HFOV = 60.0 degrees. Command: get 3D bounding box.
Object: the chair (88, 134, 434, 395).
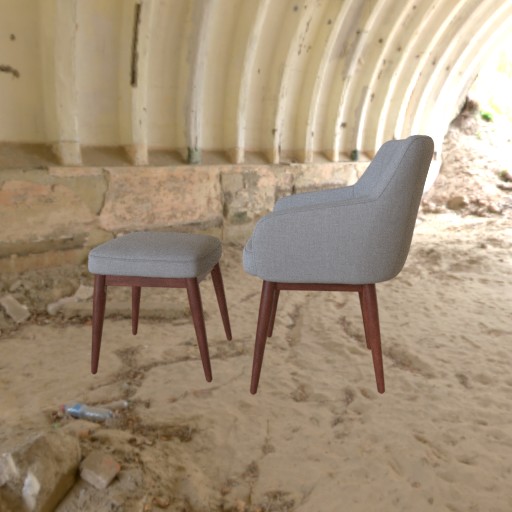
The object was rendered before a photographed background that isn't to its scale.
[{"bbox_3d":[0.000,0.000,1.551,1.107,0.799,0.584,2,13,8],"label":"chair"}]
